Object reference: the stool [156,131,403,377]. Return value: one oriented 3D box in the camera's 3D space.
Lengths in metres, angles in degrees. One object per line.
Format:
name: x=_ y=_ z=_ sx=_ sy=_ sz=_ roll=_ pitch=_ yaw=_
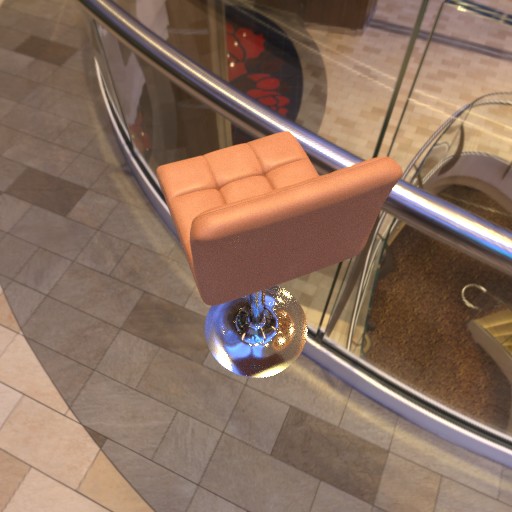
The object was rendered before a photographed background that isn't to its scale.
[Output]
stool: x=0.000 y=0.000 z=1.365 sx=0.430 sy=1.115 sz=0.505 roll=-19 pitch=60 yaw=-11
